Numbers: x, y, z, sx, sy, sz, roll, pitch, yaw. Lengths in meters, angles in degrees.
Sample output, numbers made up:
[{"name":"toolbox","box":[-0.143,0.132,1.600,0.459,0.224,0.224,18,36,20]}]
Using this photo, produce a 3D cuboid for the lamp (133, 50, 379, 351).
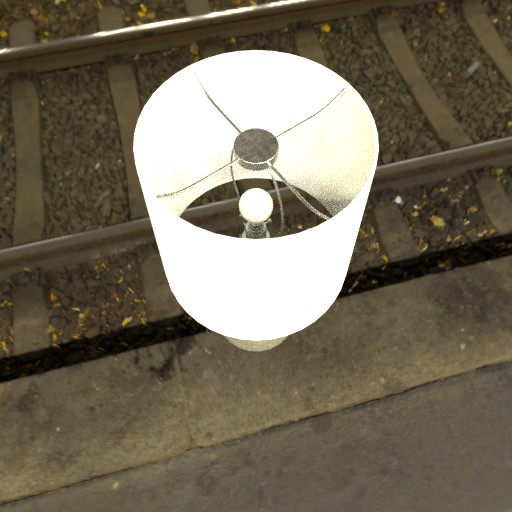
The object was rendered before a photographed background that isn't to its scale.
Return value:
[{"name":"lamp","box":[0.000,0.000,0.463,0.186,0.369,0.186,0,64,0]}]
